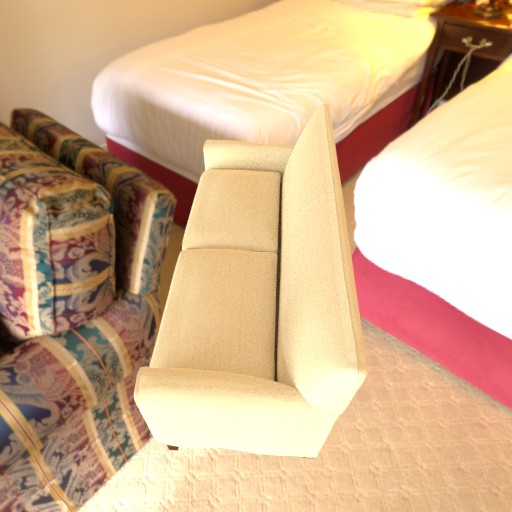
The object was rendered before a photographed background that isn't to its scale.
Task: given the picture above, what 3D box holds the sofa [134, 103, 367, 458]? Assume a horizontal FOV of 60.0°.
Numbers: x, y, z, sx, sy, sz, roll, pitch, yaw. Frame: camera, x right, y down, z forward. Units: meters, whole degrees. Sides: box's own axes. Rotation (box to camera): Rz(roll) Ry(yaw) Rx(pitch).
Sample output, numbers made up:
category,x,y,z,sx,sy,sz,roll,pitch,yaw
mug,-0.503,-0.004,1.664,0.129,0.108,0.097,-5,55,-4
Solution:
category,x,y,z,sx,sy,sz,roll,pitch,yaw
sofa,0.000,0.000,2.451,0.841,0.907,2.001,2,43,2
